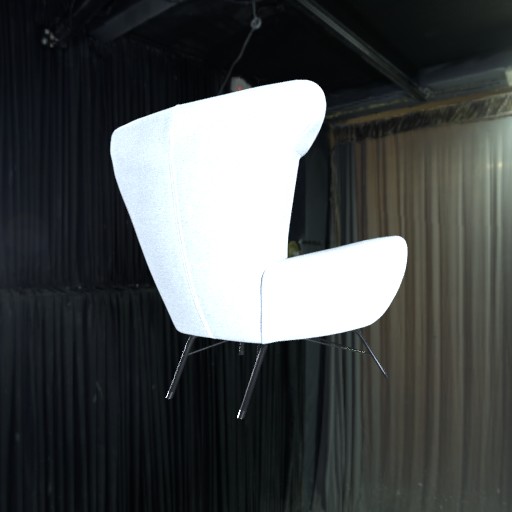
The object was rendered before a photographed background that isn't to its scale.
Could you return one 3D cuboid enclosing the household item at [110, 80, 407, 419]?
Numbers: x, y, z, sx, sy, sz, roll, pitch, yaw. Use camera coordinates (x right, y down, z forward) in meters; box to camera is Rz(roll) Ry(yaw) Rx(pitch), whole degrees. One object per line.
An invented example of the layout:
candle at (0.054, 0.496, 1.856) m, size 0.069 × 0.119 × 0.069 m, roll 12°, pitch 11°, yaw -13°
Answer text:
household item at (0.000, 0.000, 1.780) m, size 0.980 × 1.050 × 0.900 m, roll 0°, pitch 0°, yaw 35°
